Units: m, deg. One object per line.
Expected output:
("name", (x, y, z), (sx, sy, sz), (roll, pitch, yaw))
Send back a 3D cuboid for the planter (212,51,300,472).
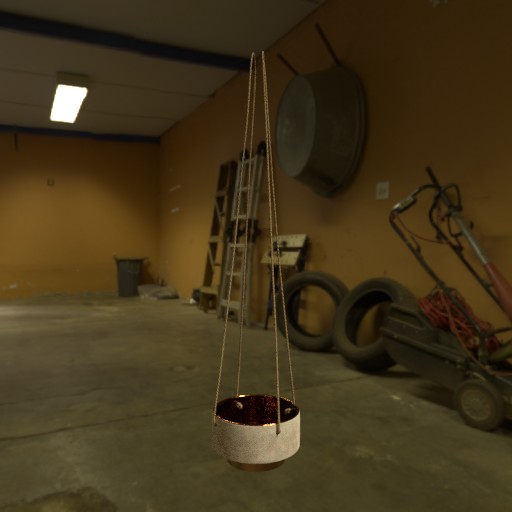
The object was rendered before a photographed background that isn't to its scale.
("planter", (0.000, 0.000, 1.127), (0.223, 1.030, 0.223), (0, 1, 17))
